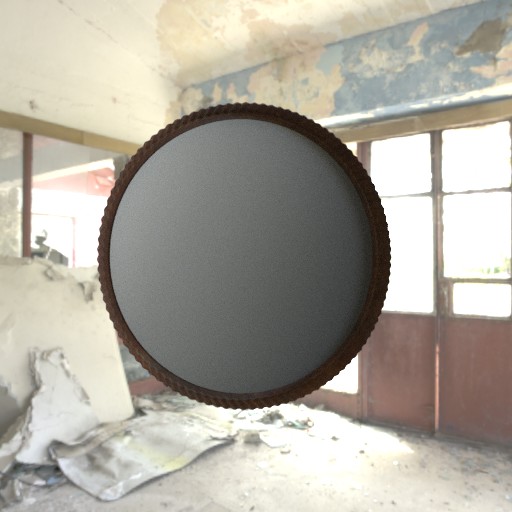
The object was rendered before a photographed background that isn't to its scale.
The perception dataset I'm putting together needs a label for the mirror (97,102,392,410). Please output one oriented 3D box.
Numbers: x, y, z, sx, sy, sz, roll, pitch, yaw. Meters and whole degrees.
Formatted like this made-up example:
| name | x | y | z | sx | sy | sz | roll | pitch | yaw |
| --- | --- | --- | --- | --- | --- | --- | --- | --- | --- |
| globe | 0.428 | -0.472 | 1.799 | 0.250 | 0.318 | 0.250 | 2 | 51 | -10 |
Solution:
| name | x | y | z | sx | sy | sz | roll | pitch | yaw |
| --- | --- | --- | --- | --- | --- | --- | --- | --- | --- |
| mirror | 0.000 | 0.000 | 0.902 | 0.609 | 0.609 | 0.056 | 0 | 0 | -18 |
